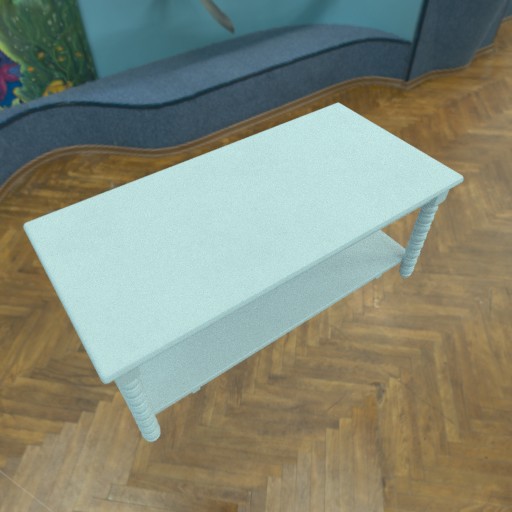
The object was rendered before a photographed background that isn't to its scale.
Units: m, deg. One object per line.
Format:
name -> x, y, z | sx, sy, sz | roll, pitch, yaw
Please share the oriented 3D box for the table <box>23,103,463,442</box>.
table -> 0.000, 0.000, 1.464 | 1.171, 0.487, 0.580 | -27, 53, -23
